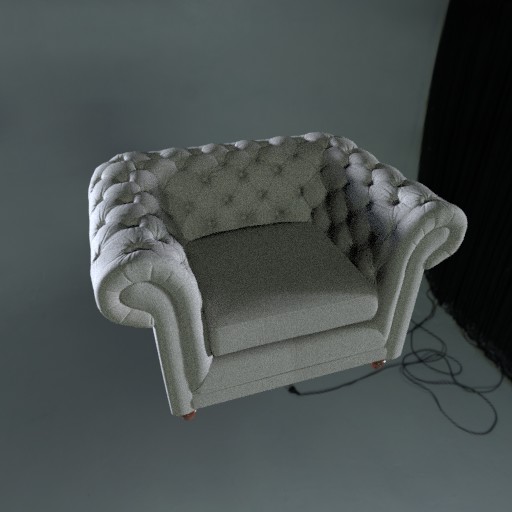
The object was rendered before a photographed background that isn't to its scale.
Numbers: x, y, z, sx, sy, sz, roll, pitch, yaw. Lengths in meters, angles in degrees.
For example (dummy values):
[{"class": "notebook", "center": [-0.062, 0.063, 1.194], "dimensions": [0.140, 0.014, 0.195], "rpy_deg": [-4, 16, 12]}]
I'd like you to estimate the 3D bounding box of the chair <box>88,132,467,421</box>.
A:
[{"class": "chair", "center": [0.000, 0.000, 1.903], "dimensions": [1.270, 0.770, 0.976], "rpy_deg": [-10, 34, -15]}]
